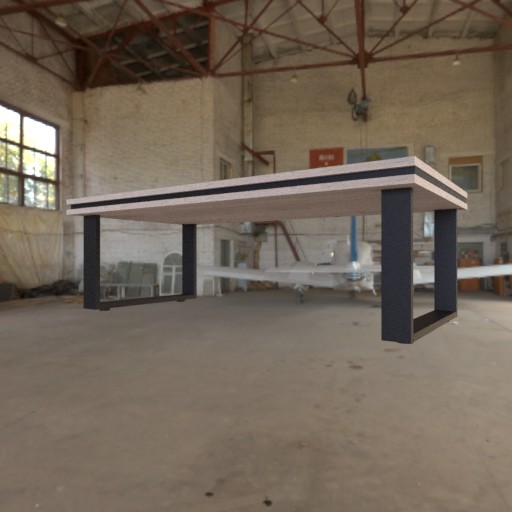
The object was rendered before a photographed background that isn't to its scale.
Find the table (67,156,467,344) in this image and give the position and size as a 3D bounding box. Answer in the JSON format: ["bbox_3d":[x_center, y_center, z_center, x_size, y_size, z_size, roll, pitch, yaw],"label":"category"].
[{"bbox_3d":[0.000,0.000,1.674,1.350,0.450,0.700,0,0,34],"label":"table"}]
